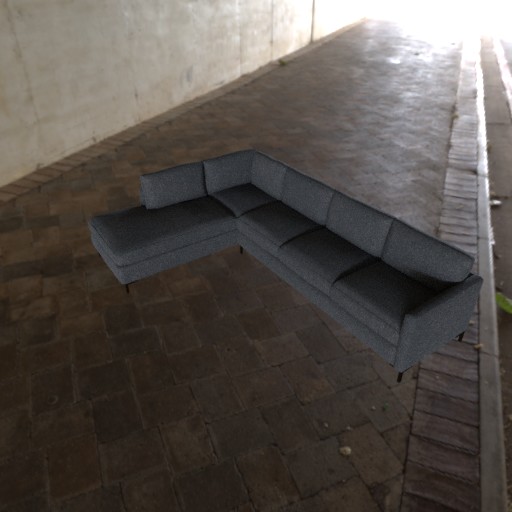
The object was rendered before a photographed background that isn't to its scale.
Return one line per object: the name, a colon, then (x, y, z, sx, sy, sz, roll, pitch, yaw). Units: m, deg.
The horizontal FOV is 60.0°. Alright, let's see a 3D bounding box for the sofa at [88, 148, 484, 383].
sofa: (0.000, 0.000, 3.804, 2.007, 0.815, 2.949, -21, 39, -29)
